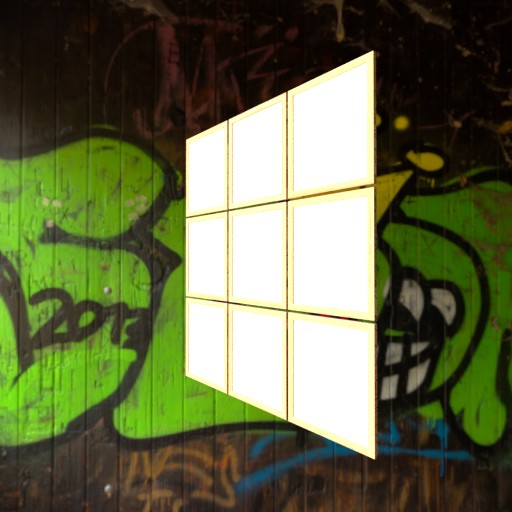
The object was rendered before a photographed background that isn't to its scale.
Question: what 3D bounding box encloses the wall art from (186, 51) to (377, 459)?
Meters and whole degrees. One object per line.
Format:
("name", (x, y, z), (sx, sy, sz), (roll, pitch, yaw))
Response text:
("wall art", (0.000, 0.000, 1.810), (0.013, 1.218, 1.206), (1, -1, -36))
